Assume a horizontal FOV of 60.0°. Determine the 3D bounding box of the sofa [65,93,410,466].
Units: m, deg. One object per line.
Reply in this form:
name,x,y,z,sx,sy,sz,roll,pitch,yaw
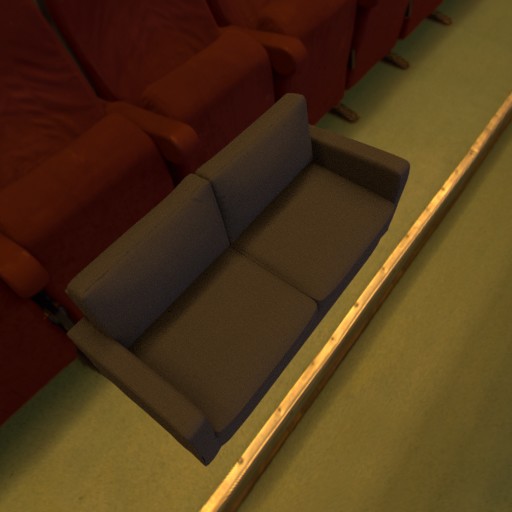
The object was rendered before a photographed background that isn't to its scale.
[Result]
sofa,0.000,0.000,2.370,0.898,0.839,1.852,33,63,19
